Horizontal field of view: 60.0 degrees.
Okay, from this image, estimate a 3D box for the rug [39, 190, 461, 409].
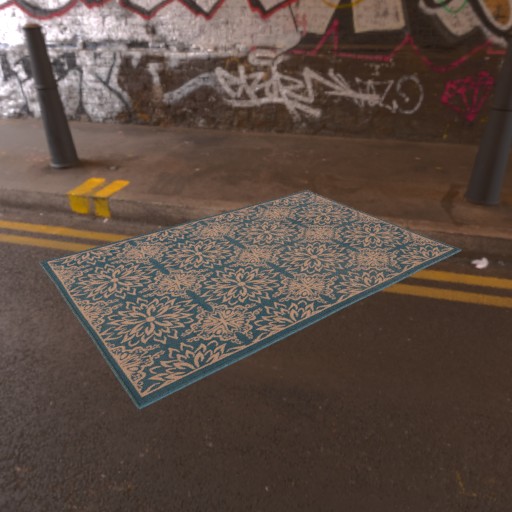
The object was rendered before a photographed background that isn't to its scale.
[{"bbox_3d":[0.000,0.000,2.300,1.833,0.012,1.211,-19,33,-32],"label":"rug"}]
